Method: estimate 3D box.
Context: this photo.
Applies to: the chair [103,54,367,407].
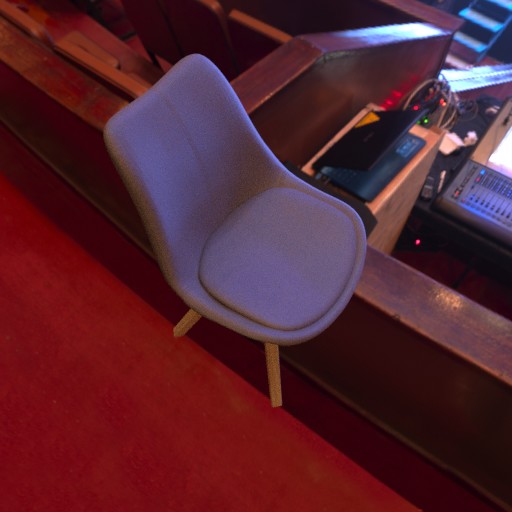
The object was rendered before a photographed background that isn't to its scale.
[{"bbox_3d":[0.000,0.000,1.199,0.547,0.865,0.483,29,63,17],"label":"chair"}]
